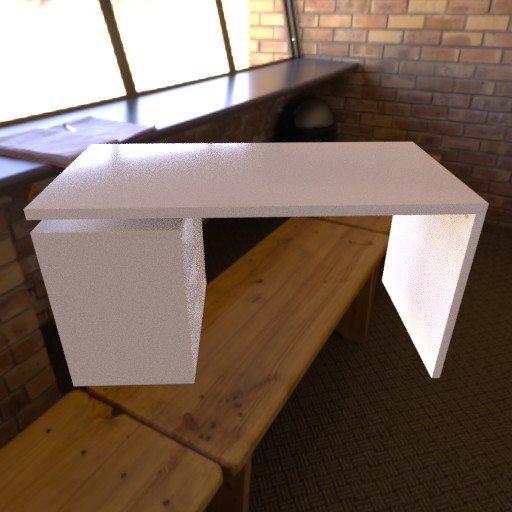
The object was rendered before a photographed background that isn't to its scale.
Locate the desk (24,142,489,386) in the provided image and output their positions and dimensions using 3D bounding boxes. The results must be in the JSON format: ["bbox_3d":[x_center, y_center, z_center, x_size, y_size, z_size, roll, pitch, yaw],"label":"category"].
[{"bbox_3d":[0.000,0.000,1.816,1.400,0.740,0.690,-1,30,-2],"label":"desk"}]
